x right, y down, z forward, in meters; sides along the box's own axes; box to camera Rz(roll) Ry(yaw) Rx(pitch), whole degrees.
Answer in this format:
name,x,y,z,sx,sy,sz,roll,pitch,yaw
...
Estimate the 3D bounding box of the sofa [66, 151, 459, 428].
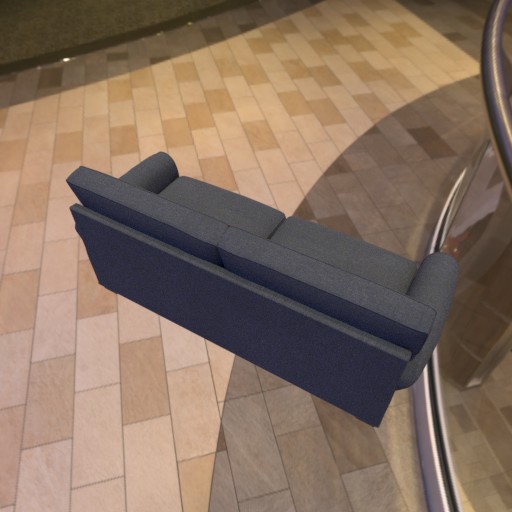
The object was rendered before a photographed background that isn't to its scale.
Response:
name,x,y,z,sx,sy,sz,roll,pitch,yaw
sofa,0.000,0.000,2.901,2.391,1.026,0.954,23,51,20
